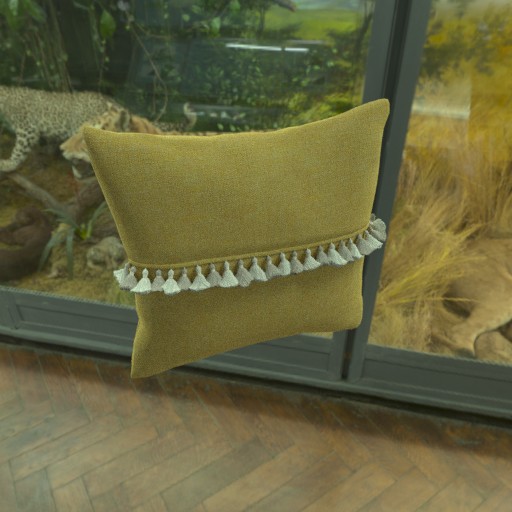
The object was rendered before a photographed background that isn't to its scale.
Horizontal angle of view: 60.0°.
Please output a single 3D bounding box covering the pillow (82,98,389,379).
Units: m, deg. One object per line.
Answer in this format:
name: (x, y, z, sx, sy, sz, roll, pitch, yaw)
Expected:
pillow: (0.000, 0.000, 0.759, 0.485, 0.481, 0.167, -10, 34, -15)
